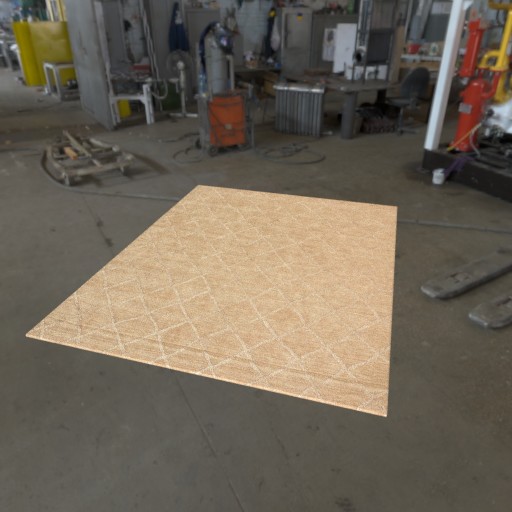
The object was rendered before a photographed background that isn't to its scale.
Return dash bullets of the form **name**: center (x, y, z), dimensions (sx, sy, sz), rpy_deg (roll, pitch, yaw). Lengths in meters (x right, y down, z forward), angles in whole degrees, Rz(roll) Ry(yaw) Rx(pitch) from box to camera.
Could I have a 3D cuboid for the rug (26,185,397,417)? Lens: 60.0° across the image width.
- **rug**: center (0.000, 0.000, 4.028), dimensions (2.420, 0.019, 3.039), rpy_deg (8, 31, 14)
